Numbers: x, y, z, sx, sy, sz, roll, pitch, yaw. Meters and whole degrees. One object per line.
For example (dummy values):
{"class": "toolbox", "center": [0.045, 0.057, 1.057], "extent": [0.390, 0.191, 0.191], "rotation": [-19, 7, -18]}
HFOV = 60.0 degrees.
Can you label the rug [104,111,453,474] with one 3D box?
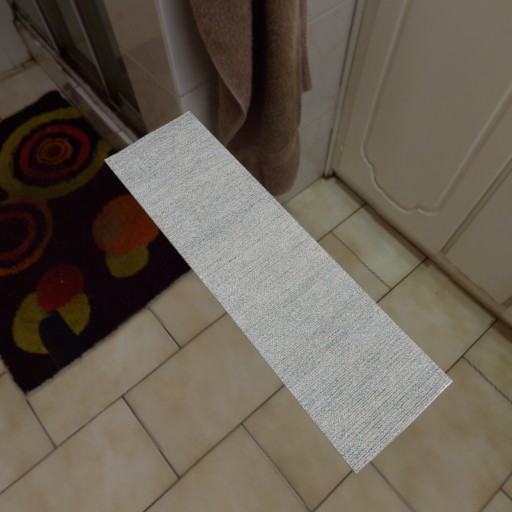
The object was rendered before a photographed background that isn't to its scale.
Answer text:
{"class": "rug", "center": [0.000, 0.000, 2.541], "extent": [0.675, 0.037, 2.341], "rotation": [-35, 68, -16]}
